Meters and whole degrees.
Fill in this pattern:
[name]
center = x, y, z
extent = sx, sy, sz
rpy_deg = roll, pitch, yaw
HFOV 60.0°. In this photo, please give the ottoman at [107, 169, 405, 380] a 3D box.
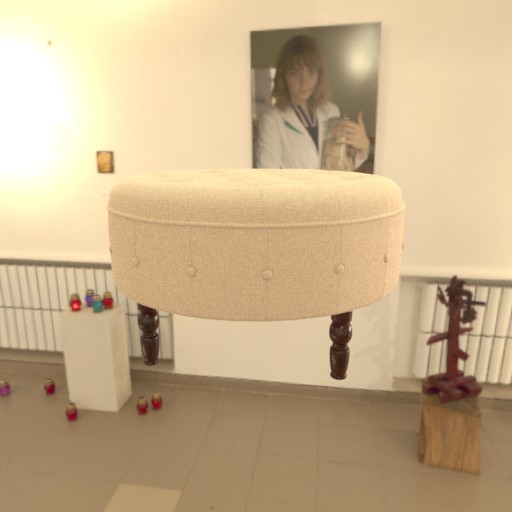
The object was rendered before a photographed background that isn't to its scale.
[ottoman]
center = 0.000, 0.000, 1.364
extent = 0.848, 0.494, 0.848
rpy_deg = 0, 14, 0
